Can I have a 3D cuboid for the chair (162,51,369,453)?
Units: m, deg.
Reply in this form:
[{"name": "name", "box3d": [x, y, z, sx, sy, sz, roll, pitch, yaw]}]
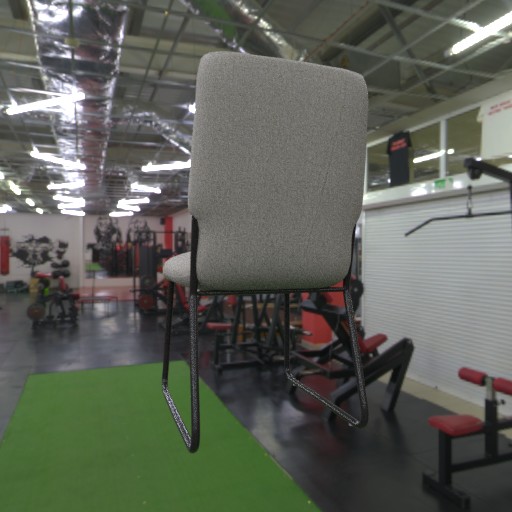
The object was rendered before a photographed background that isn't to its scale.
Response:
[{"name": "chair", "box3d": [0.000, 0.000, 1.204, 0.448, 0.864, 0.560, 0, 0, -19]}]
